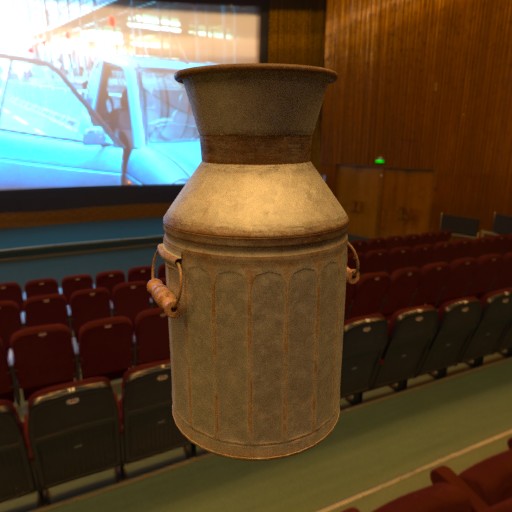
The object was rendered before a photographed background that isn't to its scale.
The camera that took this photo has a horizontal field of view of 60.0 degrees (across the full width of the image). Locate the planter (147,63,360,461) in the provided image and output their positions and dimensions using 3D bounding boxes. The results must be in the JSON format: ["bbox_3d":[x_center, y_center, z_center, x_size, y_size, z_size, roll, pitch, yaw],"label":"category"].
[{"bbox_3d":[0.000,0.000,0.520,0.245,0.396,0.214,-8,18,-26],"label":"planter"}]
